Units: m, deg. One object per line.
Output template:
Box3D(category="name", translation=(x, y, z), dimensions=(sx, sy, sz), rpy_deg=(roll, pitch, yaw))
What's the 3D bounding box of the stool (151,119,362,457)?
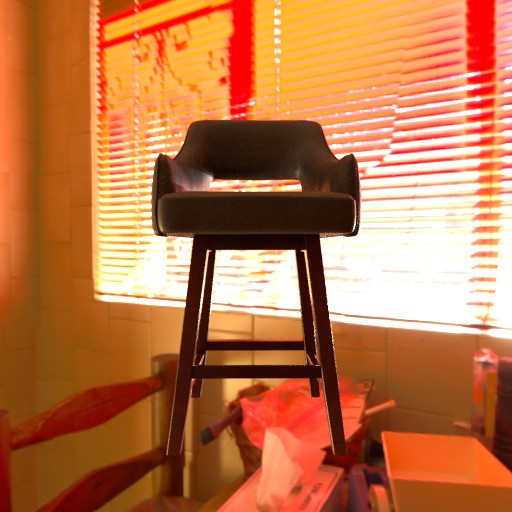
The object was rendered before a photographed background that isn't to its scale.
Box3D(category="stool", translation=(0.000, 0.000, 1.288), dimensions=(0.550, 0.936, 0.560), rpy_deg=(0, 1, -1))
